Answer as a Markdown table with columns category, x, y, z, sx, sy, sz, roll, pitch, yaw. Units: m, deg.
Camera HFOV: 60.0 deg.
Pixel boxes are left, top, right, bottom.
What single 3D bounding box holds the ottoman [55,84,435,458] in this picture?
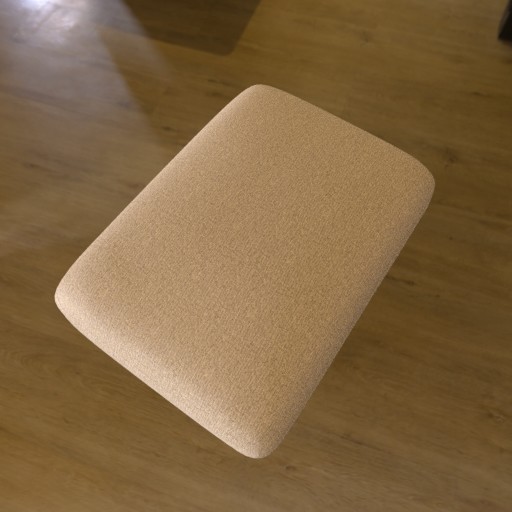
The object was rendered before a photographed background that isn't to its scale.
| category | x | y | z | sx | sy | sz | roll | pitch | yaw |
| --- | --- | --- | --- | --- | --- | --- | --- | --- | --- |
| ottoman | 0.000 | 0.000 | 1.086 | 0.568 | 0.420 | 0.772 | 32 | 68 | 15 |
